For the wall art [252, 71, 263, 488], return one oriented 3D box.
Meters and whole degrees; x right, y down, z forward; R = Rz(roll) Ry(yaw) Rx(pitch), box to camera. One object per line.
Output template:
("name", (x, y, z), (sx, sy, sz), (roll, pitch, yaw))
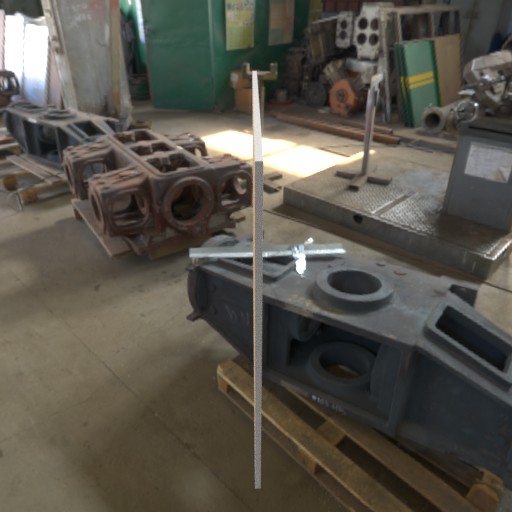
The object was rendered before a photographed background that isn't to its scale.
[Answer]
("wall art", (0.000, 0.000, 0.825), (0.009, 0.559, 0.558), (0, 31, -1))
